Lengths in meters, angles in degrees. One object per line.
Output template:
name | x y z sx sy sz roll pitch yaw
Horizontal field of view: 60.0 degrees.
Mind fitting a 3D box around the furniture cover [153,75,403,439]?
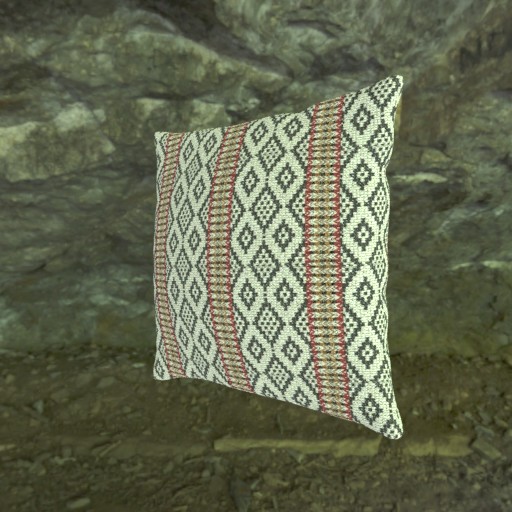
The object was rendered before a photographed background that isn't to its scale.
furniture cover | 0.000 0.000 0.761 0.503 0.506 0.182 0 0 37
